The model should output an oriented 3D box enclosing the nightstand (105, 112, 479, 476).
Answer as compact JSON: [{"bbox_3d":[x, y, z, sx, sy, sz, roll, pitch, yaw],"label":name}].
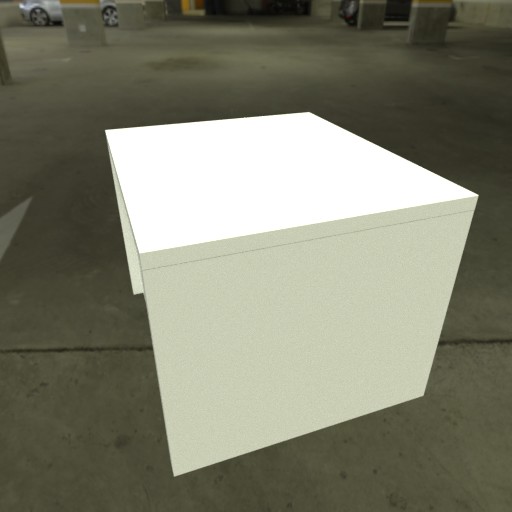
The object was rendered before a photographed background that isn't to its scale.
[{"bbox_3d":[0.000,0.000,0.761,0.408,0.351,0.470,-11,32,-17],"label":"nightstand"}]
